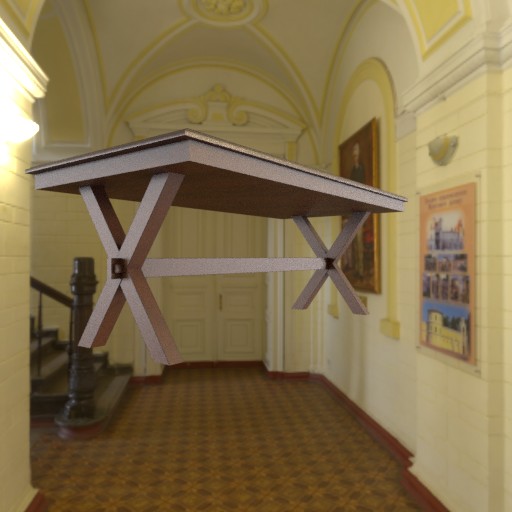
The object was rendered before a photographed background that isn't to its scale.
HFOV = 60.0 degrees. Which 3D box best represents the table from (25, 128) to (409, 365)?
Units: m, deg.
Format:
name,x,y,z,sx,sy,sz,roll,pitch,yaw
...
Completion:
name,x,y,z,sx,sy,sz,roll,pitch,yaw
table,0.000,0.000,1.445,0.594,0.459,1.197,0,0,37
